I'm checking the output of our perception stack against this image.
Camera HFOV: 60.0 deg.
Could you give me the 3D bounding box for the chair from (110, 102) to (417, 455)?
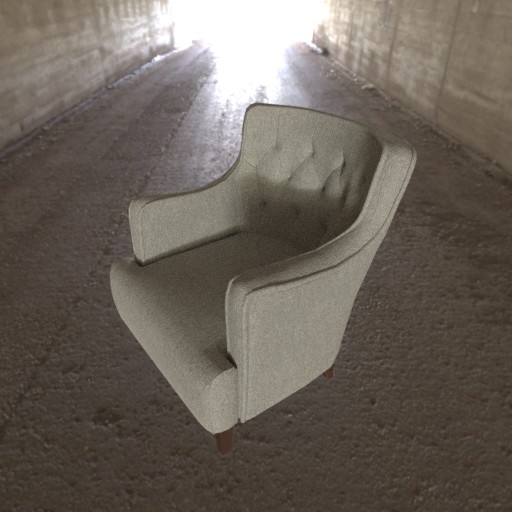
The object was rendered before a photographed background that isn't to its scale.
[{"bbox_3d":[0.000,0.000,1.631,0.910,0.920,0.820,-21,37,-30],"label":"chair"}]
